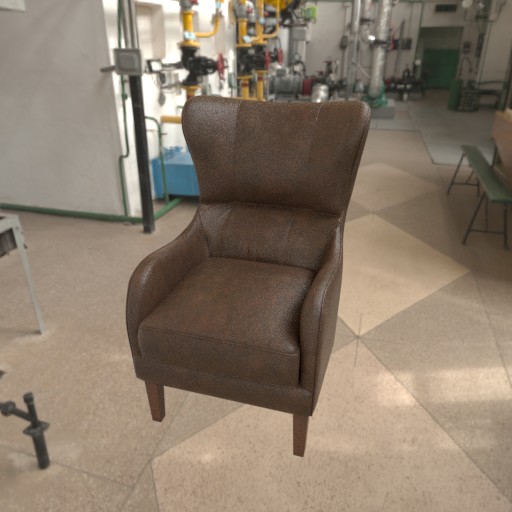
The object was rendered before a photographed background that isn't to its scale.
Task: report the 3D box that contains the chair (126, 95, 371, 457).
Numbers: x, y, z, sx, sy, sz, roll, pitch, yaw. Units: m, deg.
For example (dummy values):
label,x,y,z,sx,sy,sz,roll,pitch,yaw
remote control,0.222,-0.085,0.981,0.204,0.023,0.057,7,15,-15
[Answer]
label,x,y,z,sx,sy,sz,roll,pitch,yaw
chair,0.000,0.000,1.630,0.692,1.048,0.914,7,27,15
